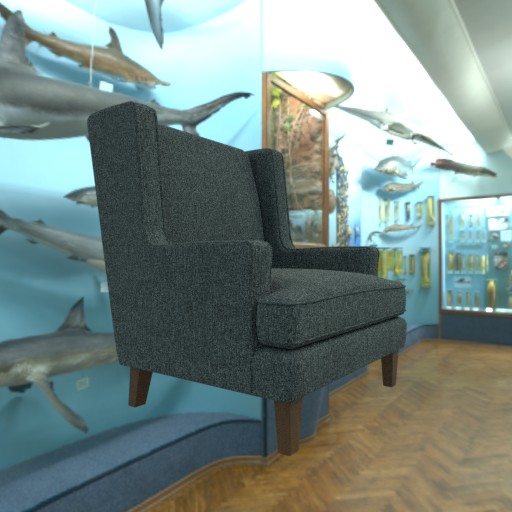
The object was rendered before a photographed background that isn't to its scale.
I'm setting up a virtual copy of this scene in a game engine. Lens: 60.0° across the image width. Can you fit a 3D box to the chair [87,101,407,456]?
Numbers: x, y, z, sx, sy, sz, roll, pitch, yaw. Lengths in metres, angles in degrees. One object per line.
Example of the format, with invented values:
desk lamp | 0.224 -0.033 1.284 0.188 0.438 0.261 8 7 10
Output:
chair | 0.000 0.000 1.779 0.927 1.082 0.942 0 0 37
